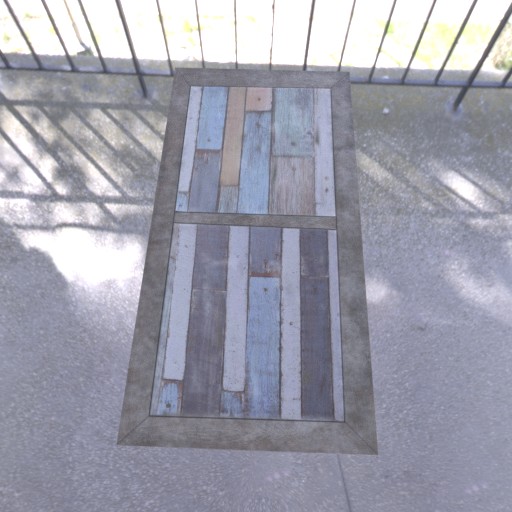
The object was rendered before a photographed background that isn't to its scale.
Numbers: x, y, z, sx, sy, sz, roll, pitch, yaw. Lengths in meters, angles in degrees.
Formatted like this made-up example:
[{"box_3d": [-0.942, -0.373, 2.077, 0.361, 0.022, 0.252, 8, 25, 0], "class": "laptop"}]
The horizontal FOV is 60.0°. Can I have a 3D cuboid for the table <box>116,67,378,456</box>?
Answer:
[{"box_3d": [0.000, 0.000, 1.501, 0.610, 0.470, 1.219, 2, 65, 1], "class": "table"}]
